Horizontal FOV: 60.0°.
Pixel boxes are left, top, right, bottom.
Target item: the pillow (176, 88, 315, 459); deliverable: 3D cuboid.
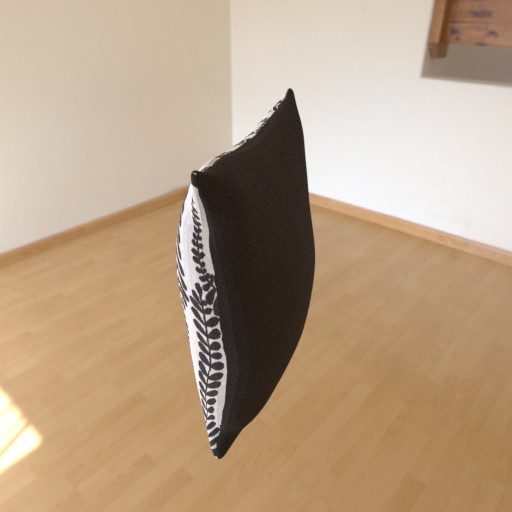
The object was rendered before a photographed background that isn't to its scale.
[{"bbox_3d":[0.000,0.000,0.705,0.182,0.441,0.440,8,31,14],"label":"pillow"}]
